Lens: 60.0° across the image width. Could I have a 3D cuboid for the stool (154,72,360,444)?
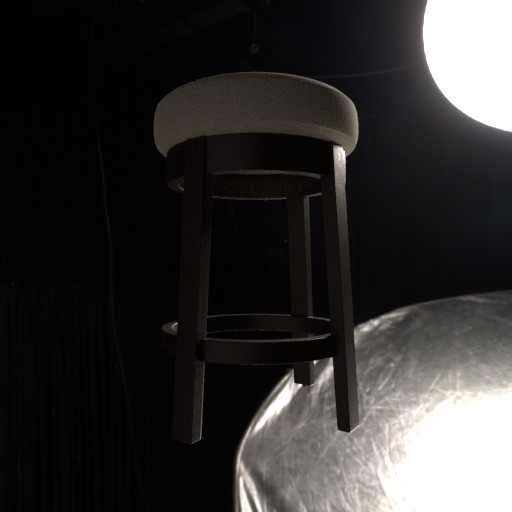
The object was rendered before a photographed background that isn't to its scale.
[{"bbox_3d":[0.000,0.000,0.953,0.449,0.655,0.449,0,-1,0],"label":"stool"}]
